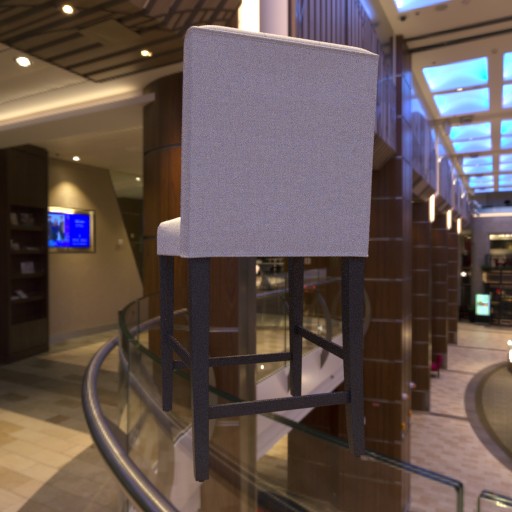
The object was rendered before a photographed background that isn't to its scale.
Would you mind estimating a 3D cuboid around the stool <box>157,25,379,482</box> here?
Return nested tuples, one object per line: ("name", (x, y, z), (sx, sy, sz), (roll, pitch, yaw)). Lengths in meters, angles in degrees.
("stool", (0.000, 0.000, 1.179), (0.474, 0.939, 0.509), (0, 1, -18))
